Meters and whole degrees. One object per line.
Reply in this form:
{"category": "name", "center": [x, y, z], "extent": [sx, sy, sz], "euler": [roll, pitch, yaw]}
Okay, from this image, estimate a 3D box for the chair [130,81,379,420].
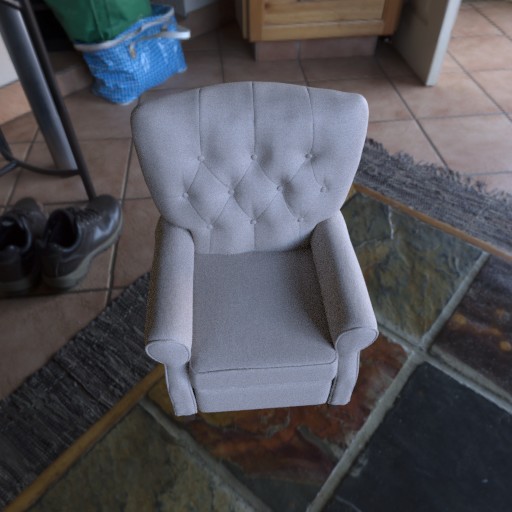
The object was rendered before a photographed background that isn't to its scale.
{"category": "chair", "center": [0.000, 0.000, 1.944], "extent": [0.942, 1.209, 1.025], "euler": [-3, 47, -3]}
